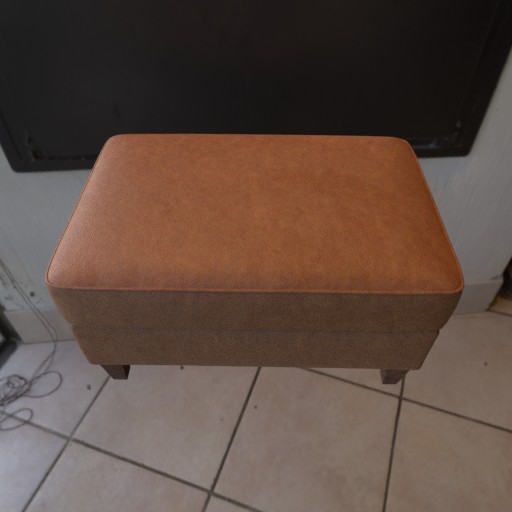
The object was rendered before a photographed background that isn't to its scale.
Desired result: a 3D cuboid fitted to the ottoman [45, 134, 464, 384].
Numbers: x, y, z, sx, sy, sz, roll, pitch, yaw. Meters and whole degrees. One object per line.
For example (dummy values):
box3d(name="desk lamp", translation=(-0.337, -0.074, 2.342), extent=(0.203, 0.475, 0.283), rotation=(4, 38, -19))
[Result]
box3d(name="ottoman", translation=(0.000, 0.000, 1.188), extent=(0.864, 0.483, 0.584), rotation=(1, 46, 1))
